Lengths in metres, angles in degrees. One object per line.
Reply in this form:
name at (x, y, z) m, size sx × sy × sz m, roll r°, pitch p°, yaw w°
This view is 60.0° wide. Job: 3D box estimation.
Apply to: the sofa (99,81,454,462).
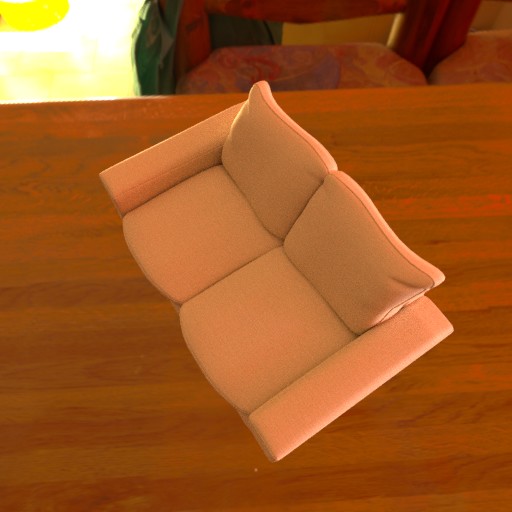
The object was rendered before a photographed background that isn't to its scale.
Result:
sofa at (0.000, 0.000, 2.353) m, size 1.091 × 0.875 × 1.754 m, roll -31°, pitch 68°, yaw -14°
